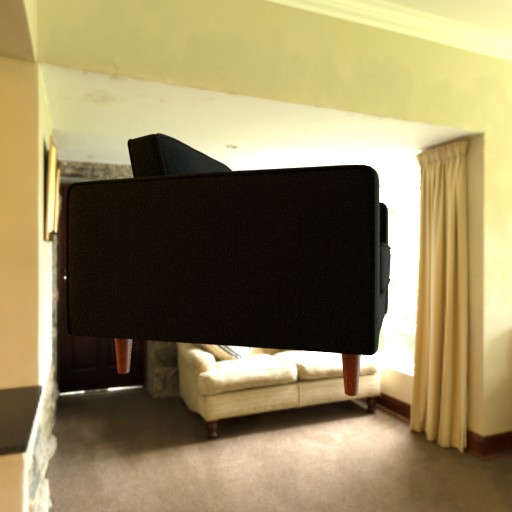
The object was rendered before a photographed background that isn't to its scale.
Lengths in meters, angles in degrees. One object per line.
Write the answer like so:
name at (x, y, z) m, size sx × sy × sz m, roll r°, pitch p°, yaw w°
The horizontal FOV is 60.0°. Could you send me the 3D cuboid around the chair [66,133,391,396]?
chair at (0.000, 0.000, 1.590) m, size 0.920 × 0.770 × 0.899 m, roll 0°, pitch 0°, yaw 18°
